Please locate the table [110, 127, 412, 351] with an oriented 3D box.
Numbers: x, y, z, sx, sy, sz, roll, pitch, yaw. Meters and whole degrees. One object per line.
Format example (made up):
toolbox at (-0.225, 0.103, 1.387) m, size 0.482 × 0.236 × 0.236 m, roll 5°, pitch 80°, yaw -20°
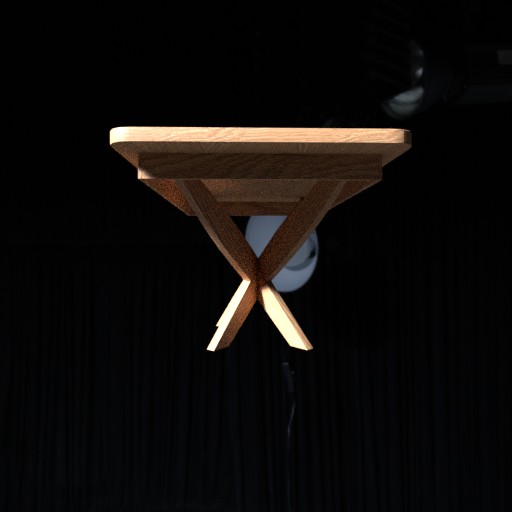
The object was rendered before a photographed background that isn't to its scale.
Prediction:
table at (0.000, 0.000, 2.138) m, size 0.950 × 0.770 × 1.600 m, roll 0°, pitch 0°, yaw -1°
